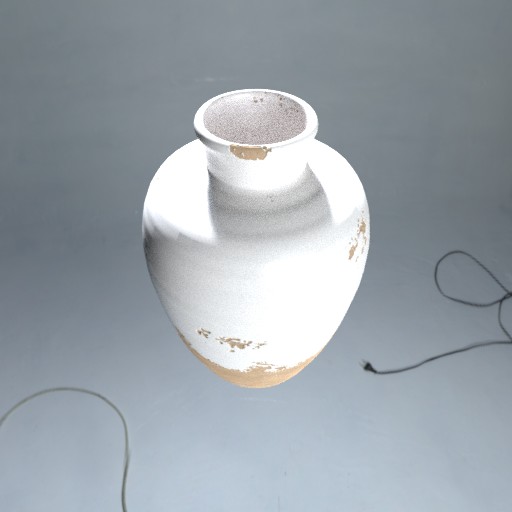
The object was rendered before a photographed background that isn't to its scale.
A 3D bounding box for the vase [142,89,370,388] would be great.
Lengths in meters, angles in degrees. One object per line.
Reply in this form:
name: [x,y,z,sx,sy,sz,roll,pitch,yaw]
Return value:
vase: [0.000,0.000,0.334,0.158,0.228,0.158,0,45,0]
